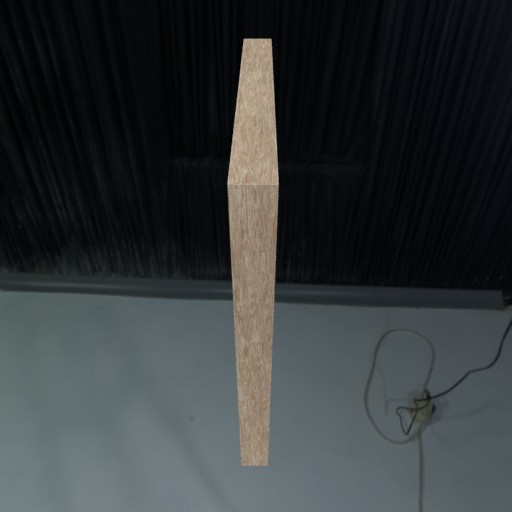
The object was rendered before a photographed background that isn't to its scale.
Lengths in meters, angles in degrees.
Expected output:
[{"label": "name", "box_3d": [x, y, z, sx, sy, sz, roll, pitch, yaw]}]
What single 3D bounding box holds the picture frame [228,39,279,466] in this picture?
[{"label": "picture frame", "box_3d": [0.000, 0.000, 0.702, 0.043, 0.526, 0.424, 0, 41, 1]}]
